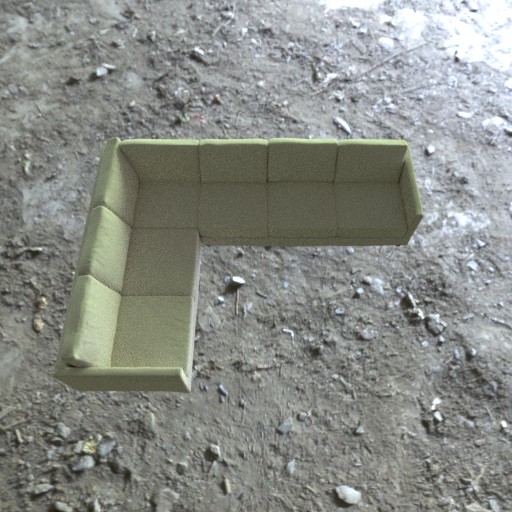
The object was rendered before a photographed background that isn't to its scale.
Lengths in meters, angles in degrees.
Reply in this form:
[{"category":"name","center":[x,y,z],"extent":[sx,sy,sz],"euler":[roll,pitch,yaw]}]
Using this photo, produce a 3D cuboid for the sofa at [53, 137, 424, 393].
[{"category":"sofa","center":[0.000,0.000,4.237],"extent":[3.182,0.863,2.432],"euler":[0,62,0]}]
